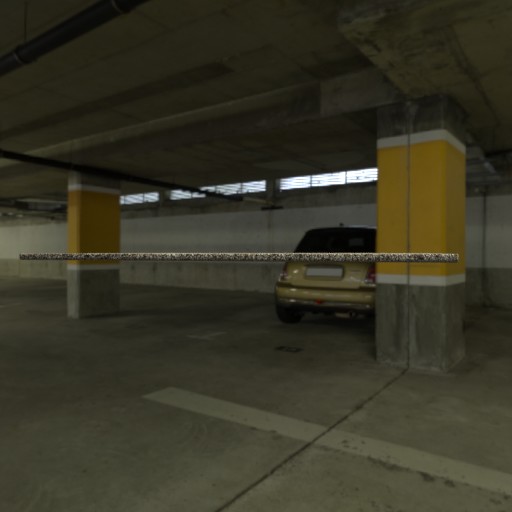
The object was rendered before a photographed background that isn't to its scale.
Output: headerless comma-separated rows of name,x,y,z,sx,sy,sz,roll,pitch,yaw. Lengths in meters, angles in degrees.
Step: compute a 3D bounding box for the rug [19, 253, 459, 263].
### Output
rug,0.000,0.000,2.091,1.601,0.025,1.198,0,1,17
